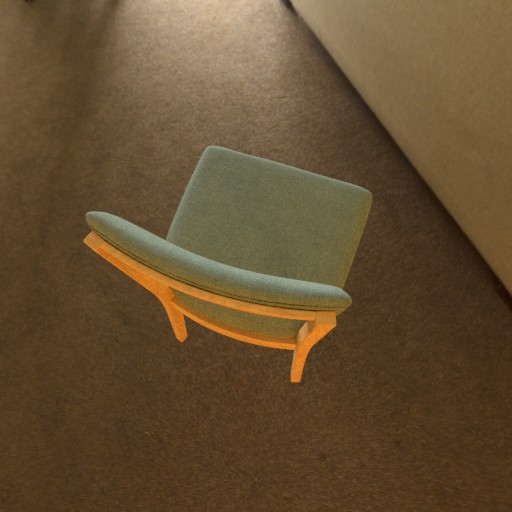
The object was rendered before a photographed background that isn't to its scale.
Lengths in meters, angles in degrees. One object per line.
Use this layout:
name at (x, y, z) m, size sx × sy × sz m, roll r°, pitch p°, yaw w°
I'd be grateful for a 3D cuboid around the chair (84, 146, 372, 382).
chair at (0.000, 0.000, 1.197) m, size 0.508 × 0.832 × 0.572 m, roll 18°, pitch 65°, yaw 9°
